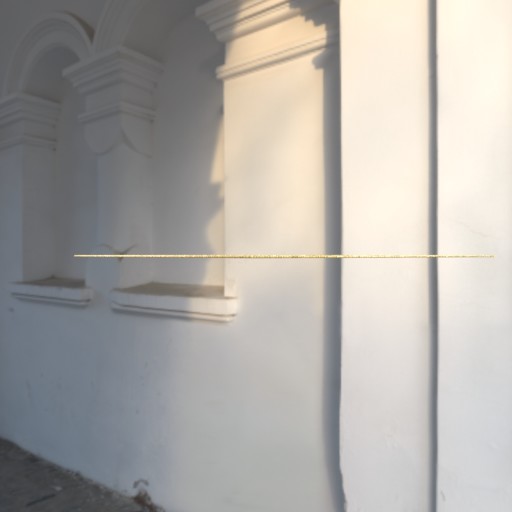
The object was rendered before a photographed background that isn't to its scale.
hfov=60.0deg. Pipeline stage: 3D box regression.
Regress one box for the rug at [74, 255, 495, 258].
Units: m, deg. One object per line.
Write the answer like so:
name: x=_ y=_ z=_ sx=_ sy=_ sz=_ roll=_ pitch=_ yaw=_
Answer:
rug: x=0.000 y=0.000 z=4.126 sx=2.425 sy=0.016 sz=3.198 roll=0 pitch=0 yaw=-37
